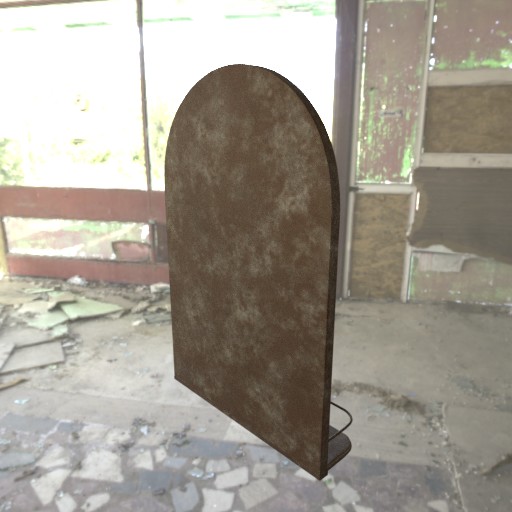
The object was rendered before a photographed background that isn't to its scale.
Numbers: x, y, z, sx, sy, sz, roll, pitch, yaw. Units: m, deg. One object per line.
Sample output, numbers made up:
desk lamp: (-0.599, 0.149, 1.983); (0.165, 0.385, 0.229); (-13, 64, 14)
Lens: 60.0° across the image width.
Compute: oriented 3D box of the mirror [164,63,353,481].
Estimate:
mirror: (0.000, 0.000, 0.976); (0.137, 0.770, 0.510); (-14, 20, -41)
